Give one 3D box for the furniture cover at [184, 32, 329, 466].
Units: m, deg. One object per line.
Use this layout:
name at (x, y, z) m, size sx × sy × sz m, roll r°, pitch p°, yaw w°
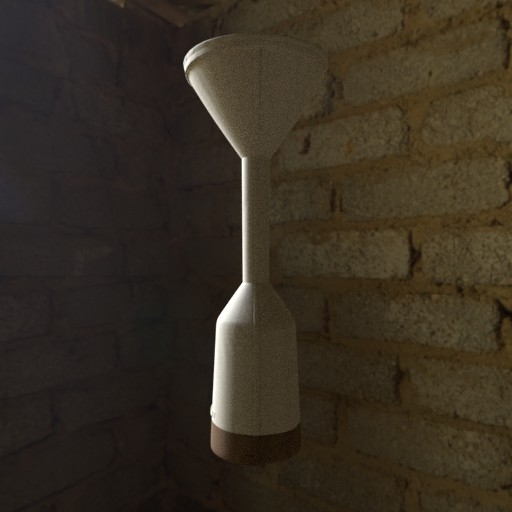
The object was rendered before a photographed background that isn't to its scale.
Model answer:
furniture cover at (0.000, 0.000, 2.837) m, size 0.914 × 2.413 × 0.914 m, roll 0°, pitch 0°, yaw -1°
